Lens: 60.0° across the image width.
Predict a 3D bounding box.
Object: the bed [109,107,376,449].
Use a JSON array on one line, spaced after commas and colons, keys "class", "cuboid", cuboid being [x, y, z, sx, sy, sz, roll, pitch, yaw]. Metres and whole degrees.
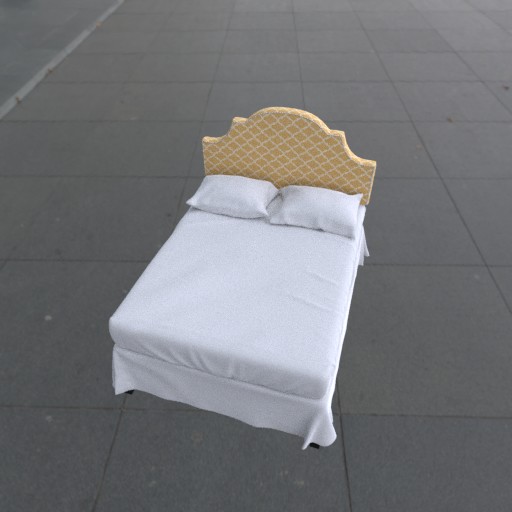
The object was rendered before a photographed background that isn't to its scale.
[{"class": "bed", "cuboid": [0.000, 0.000, 3.525, 1.780, 1.633, 2.222, 11, 43, 12]}]
